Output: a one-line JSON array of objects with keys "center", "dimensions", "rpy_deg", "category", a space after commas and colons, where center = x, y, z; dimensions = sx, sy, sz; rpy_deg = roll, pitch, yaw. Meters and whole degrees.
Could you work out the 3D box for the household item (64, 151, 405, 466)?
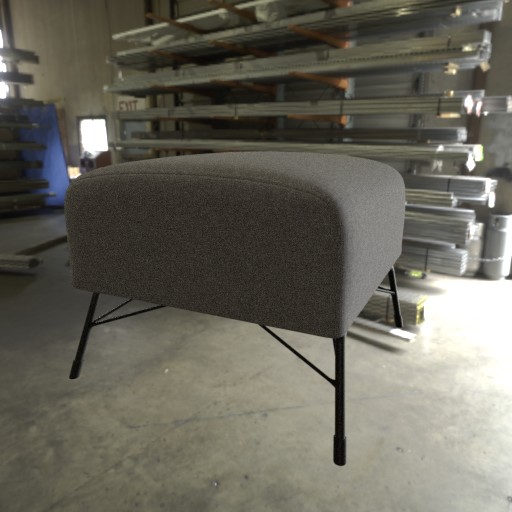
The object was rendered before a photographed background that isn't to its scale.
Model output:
[{"center": [0.000, 0.000, 0.895], "dimensions": [0.530, 0.410, 0.530], "rpy_deg": [7, 16, 25], "category": "household item"}]
